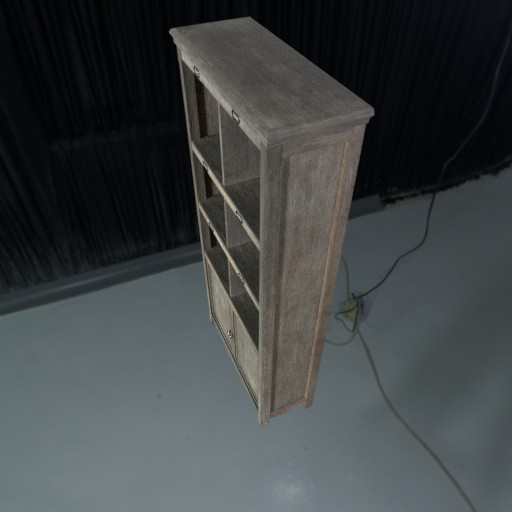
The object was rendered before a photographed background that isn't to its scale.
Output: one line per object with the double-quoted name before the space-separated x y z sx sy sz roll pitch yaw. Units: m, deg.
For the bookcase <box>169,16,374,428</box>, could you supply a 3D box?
"bookcase" 0.000 0.000 2.180 0.348 1.880 0.906 -18 48 -17
